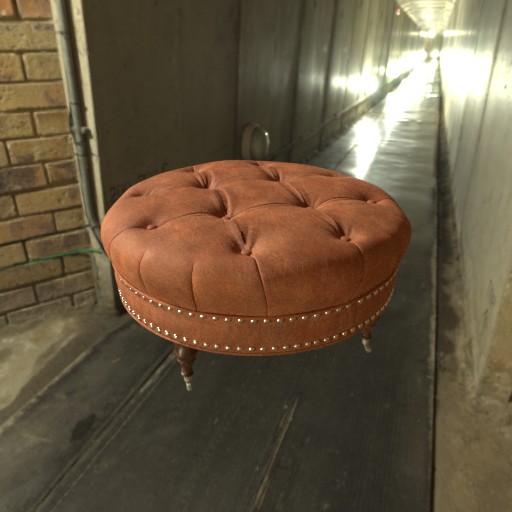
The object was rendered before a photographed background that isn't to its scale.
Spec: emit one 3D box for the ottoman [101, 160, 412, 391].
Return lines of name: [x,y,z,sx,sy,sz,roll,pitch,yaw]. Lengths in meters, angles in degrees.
ottoman: [0.000,0.000,1.394,0.901,0.444,0.901,0,27,0]
